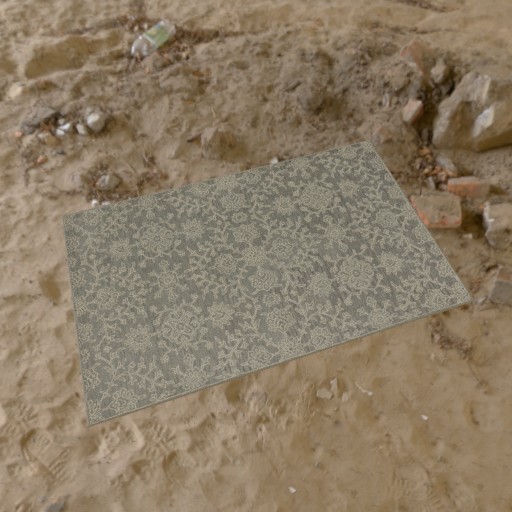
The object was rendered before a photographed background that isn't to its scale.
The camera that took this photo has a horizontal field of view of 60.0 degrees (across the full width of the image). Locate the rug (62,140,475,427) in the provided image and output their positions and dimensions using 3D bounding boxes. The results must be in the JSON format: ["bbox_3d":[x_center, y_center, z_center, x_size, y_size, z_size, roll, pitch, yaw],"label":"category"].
[{"bbox_3d":[0.000,0.000,2.997,2.430,0.010,1.515,-16,59,-10],"label":"rug"}]
